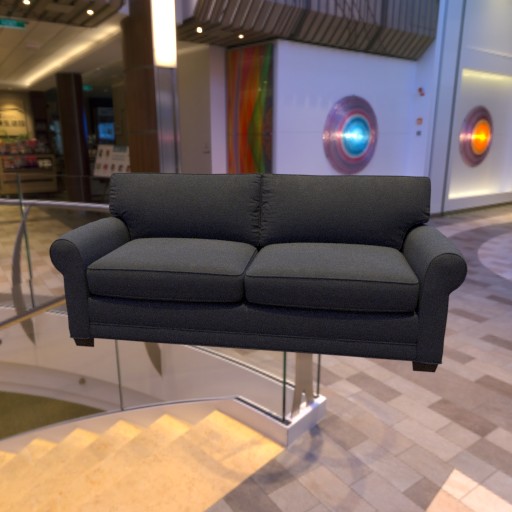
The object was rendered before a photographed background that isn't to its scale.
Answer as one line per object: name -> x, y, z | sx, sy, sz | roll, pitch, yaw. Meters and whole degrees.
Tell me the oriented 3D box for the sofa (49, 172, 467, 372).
sofa -> 0.000, 0.000, 2.895 | 2.391, 1.026, 0.954 | 2, 15, 9
